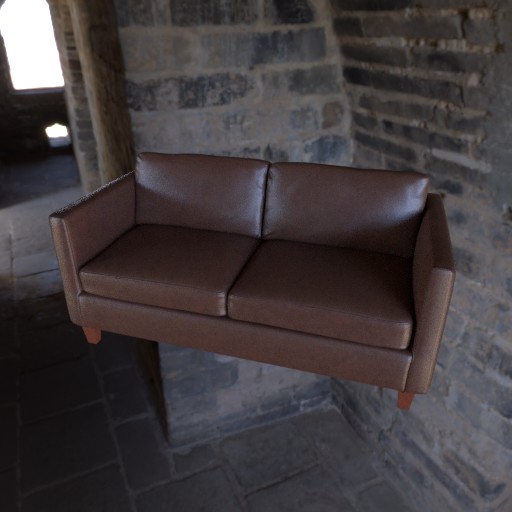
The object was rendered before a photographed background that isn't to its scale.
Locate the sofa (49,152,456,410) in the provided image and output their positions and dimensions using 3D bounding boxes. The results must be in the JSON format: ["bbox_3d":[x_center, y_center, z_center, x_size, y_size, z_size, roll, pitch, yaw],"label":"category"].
[{"bbox_3d":[0.000,0.000,2.423,1.883,0.933,0.951,8,28,15],"label":"sofa"}]
